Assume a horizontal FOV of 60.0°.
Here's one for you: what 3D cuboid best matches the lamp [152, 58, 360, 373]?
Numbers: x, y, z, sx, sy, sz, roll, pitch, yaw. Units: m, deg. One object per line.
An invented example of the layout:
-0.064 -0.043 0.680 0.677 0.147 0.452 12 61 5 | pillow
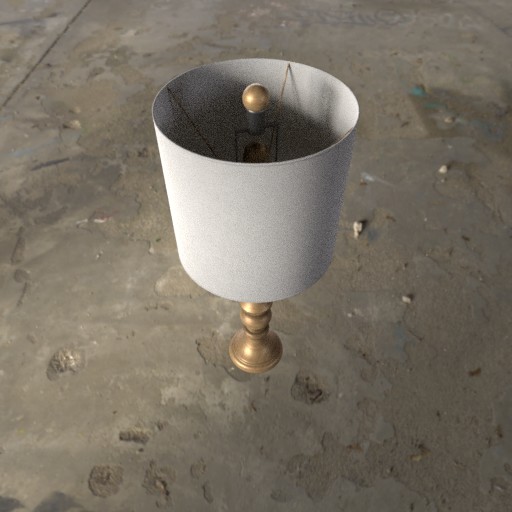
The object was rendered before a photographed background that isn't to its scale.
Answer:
0.000 0.000 0.743 0.250 0.597 0.250 16 50 15 | lamp
